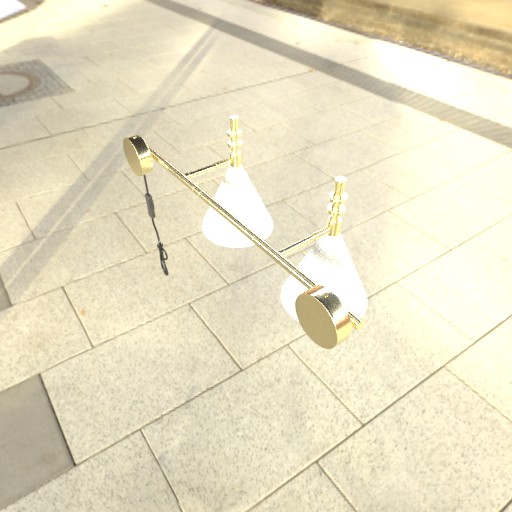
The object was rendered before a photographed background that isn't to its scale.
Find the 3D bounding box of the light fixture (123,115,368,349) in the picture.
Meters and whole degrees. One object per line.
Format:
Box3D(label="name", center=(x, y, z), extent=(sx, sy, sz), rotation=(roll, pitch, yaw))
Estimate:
Box3D(label="light fixture", center=(0.000, 0.000, 0.878), extent=(0.239, 0.468, 0.642), rotation=(-26, 47, -27))
